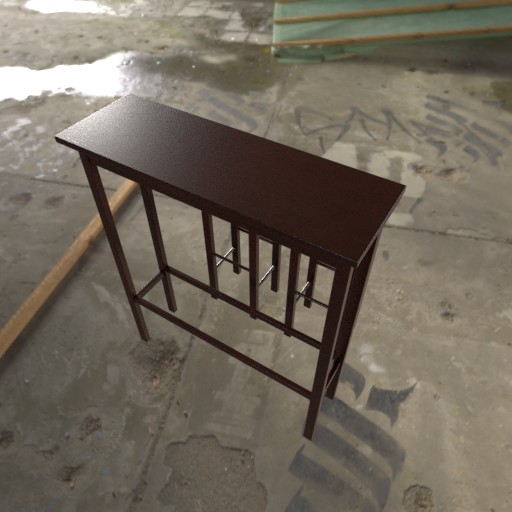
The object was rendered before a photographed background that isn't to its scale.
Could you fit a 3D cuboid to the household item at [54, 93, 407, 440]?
[{"bbox_3d":[0.000,0.000,1.659,0.914,1.067,0.676,24,51,21],"label":"household item"}]
